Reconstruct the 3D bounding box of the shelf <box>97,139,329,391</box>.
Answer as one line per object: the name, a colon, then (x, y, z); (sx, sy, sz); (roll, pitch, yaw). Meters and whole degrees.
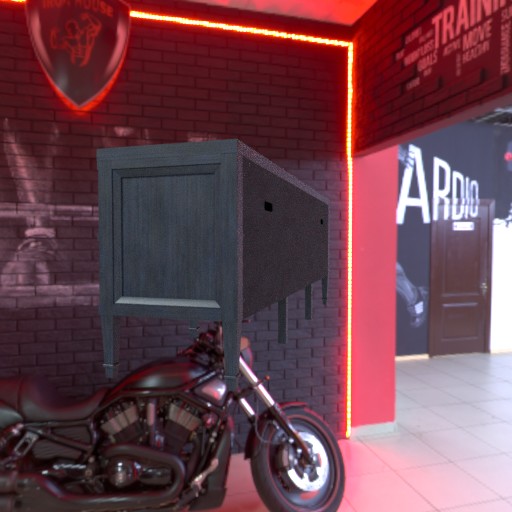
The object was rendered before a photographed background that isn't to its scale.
shelf: (0.000, 0.000, 2.213); (0.471, 0.715, 1.878); (1, 2, 17)
